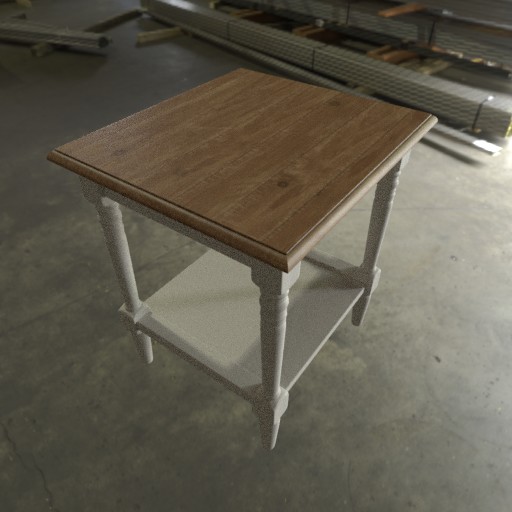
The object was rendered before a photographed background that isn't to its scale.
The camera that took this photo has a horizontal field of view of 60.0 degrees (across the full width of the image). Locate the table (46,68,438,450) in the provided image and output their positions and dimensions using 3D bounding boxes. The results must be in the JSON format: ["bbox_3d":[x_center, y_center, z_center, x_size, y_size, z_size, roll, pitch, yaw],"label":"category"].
[{"bbox_3d":[0.000,0.000,0.933,0.457,0.561,0.508,25,47,27],"label":"table"}]
